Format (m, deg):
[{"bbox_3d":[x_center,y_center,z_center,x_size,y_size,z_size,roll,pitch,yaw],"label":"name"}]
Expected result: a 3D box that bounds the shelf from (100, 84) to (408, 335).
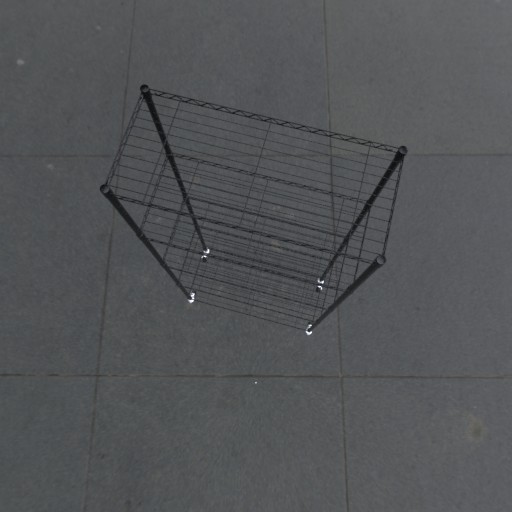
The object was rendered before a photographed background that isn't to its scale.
[{"bbox_3d":[0.000,0.000,1.941,0.762,1.645,0.356,15,75,4],"label":"shelf"}]
